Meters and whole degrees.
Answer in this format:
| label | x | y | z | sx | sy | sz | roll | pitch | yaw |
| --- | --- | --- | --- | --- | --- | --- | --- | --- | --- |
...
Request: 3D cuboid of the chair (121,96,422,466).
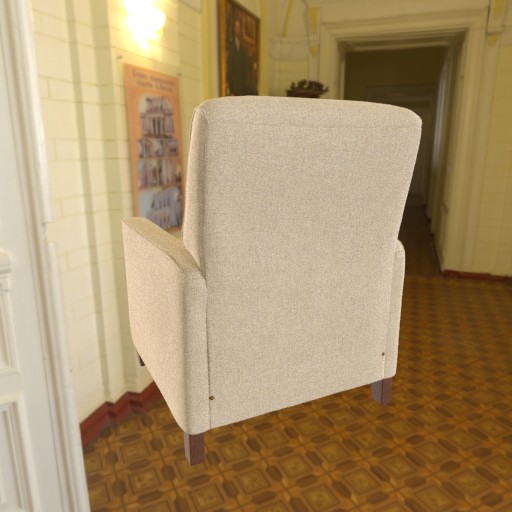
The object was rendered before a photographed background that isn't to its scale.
| label | x | y | z | sx | sy | sz | roll | pitch | yaw |
| --- | --- | --- | --- | --- | --- | --- | --- | --- | --- |
| chair | 0.000 | 0.000 | 1.615 | 0.845 | 1.023 | 0.859 | -7 | 15 | -25 |
